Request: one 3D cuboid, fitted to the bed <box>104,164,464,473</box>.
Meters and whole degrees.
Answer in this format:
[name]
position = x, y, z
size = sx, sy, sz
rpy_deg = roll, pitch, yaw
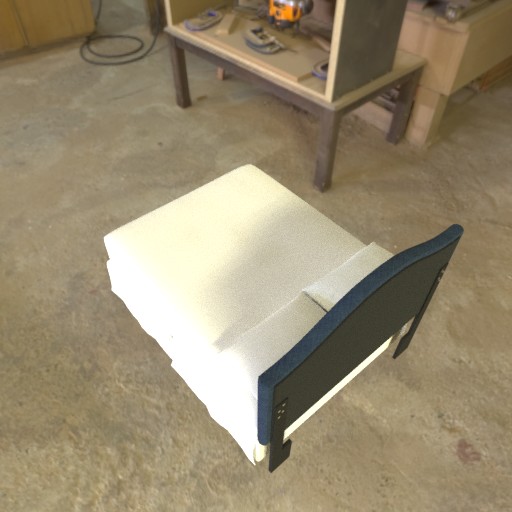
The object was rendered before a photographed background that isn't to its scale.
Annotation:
[bed]
position = 0.000, 0.000, 3.354
size = 1.713, 1.518, 2.153
rpy_deg = -32, 55, -26
